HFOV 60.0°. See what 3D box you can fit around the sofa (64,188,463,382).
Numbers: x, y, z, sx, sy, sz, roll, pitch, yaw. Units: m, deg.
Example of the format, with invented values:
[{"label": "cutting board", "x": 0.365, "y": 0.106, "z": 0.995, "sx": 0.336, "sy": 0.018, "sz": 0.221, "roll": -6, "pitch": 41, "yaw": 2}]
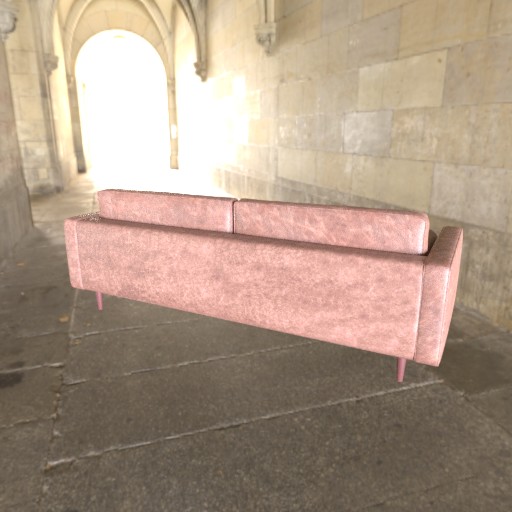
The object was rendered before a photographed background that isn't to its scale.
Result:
[{"label": "sofa", "x": 0.000, "y": 0.000, "z": 2.658, "sx": 2.210, "sy": 0.762, "sz": 0.914, "roll": 8, "pitch": 18, "yaw": 26}]
